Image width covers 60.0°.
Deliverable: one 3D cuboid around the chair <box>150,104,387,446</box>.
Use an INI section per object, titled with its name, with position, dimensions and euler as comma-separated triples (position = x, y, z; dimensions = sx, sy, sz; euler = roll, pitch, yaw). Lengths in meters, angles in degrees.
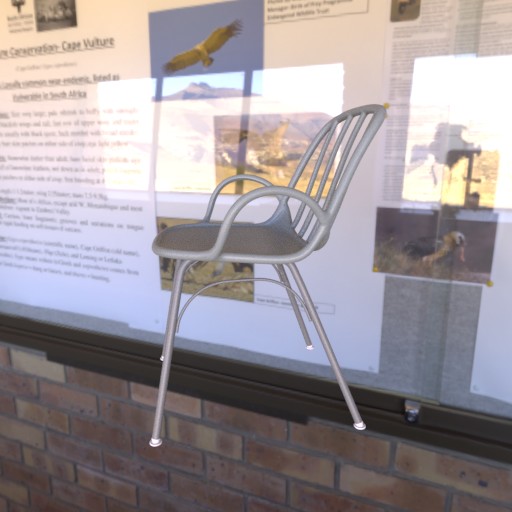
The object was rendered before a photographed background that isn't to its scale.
[chair]
position = 0.000, 0.000, 1.258
dimensions = 0.597, 0.816, 0.549
euler = -2, 13, -8
